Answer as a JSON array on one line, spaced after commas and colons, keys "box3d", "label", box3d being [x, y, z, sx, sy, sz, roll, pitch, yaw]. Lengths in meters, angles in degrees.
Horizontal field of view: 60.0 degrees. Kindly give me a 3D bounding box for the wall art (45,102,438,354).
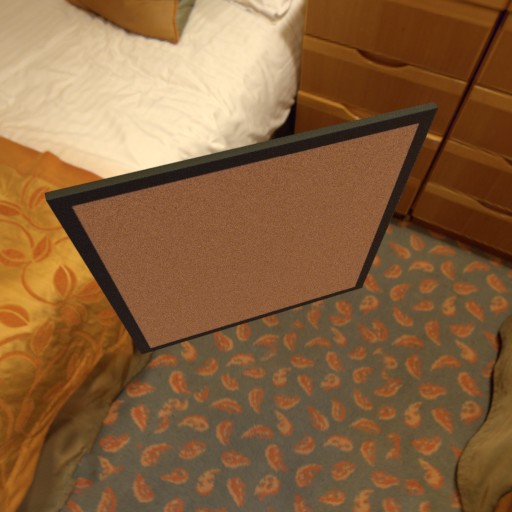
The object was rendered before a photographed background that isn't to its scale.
[{"box3d": [0.000, 0.000, 0.993, 0.663, 0.659, 0.016, -16, 59, -10], "label": "wall art"}]
